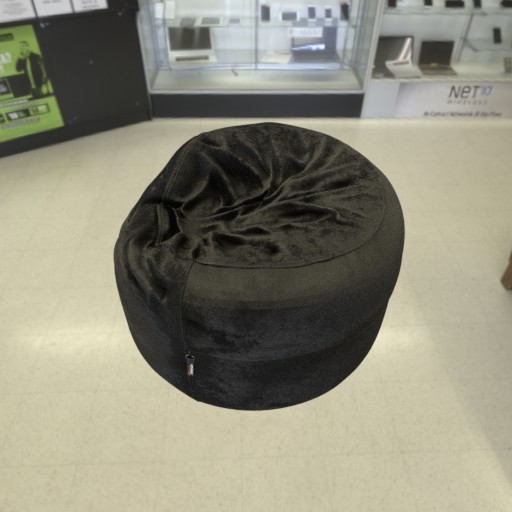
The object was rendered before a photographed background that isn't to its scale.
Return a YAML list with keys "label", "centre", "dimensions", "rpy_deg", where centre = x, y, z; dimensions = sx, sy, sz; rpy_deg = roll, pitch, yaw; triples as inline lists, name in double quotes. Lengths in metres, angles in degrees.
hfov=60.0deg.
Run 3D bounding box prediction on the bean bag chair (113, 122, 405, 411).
- label: "bean bag chair"
  centre: [0.000, 0.000, 1.489]
  dimensions: [0.918, 0.605, 0.918]
  rpy_deg: [0, 42, 0]
